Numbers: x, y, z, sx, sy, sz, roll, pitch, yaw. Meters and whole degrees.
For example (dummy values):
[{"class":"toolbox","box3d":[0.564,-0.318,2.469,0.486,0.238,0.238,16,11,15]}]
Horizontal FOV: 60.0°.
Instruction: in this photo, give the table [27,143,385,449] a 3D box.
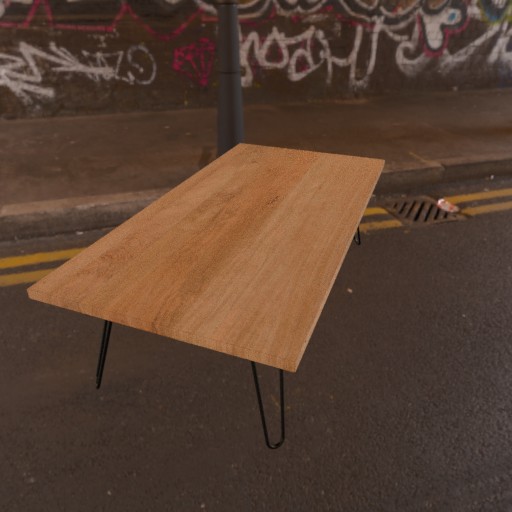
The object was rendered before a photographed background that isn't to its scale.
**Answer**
[{"class":"table","box3d":[0.000,0.000,1.634,0.699,0.400,1.348,11,32,18]}]
